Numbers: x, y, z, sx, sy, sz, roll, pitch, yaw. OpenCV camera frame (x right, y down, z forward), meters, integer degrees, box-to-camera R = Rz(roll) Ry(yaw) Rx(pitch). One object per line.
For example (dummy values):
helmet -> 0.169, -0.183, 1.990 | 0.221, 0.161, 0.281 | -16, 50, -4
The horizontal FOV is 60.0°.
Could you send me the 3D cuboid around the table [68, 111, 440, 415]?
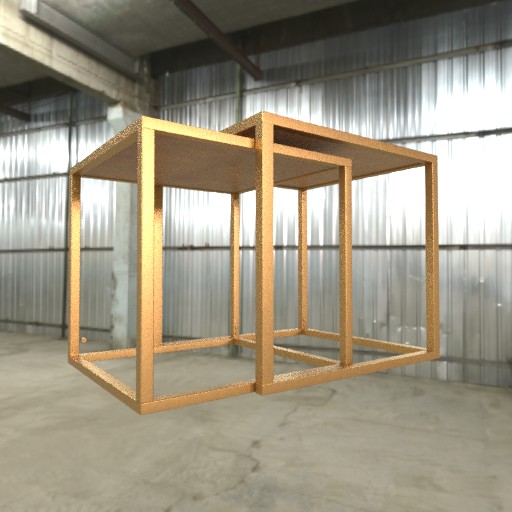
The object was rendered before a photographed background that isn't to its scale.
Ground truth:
table -> 0.000, 0.000, 1.082 | 0.762, 0.505, 0.505 | 1, -2, -36
